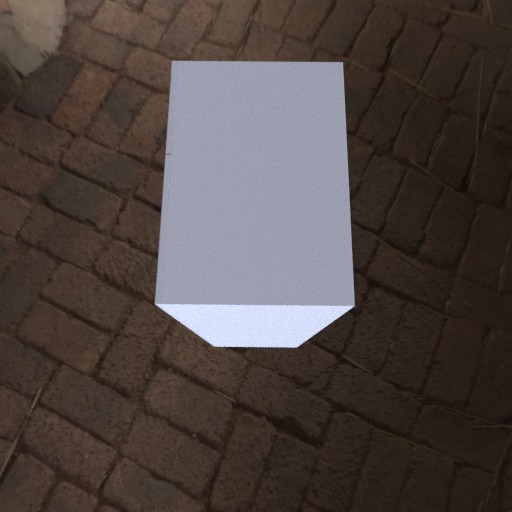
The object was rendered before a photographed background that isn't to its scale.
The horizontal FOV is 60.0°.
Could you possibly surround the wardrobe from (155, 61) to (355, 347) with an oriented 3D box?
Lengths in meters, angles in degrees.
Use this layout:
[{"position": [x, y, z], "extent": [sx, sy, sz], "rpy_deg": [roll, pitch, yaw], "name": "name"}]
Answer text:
[{"position": [0.000, 0.000, 2.427], "extent": [0.600, 2.040, 0.860], "rpy_deg": [1, 75, 0], "name": "wardrobe"}]
